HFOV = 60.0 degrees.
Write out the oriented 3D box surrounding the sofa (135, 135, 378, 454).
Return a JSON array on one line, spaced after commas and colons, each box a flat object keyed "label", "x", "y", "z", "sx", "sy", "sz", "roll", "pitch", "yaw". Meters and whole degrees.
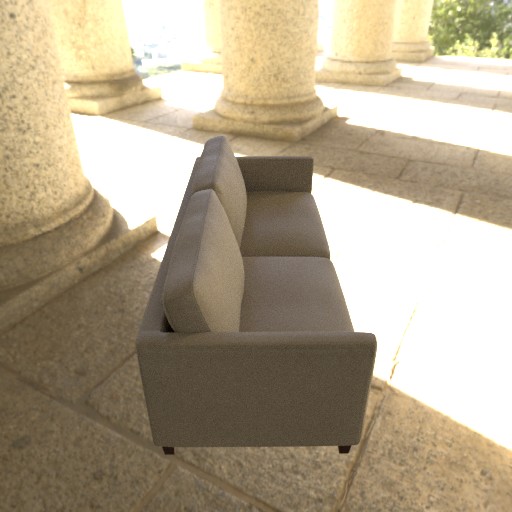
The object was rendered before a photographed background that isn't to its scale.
[{"label": "sofa", "x": 0.000, "y": 0.000, "z": 2.695, "sx": 0.948, "sy": 0.932, "sz": 2.181, "roll": 0, "pitch": 31, "yaw": 0}]
